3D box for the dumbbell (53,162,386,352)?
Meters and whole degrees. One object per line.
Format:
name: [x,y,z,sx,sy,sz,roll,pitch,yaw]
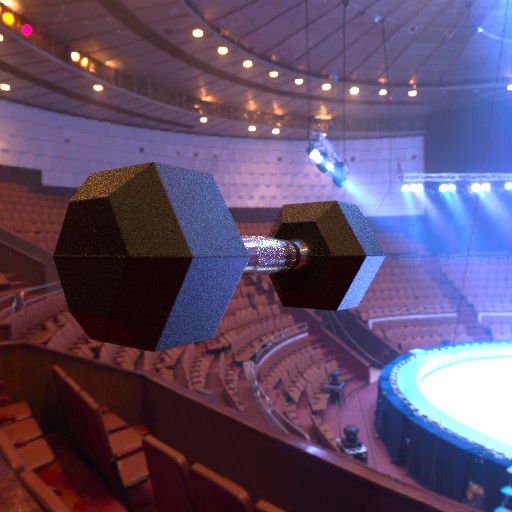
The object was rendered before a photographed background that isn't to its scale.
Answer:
dumbbell: [0.000,0.000,0.324,0.106,0.092,0.272,0,0,37]
